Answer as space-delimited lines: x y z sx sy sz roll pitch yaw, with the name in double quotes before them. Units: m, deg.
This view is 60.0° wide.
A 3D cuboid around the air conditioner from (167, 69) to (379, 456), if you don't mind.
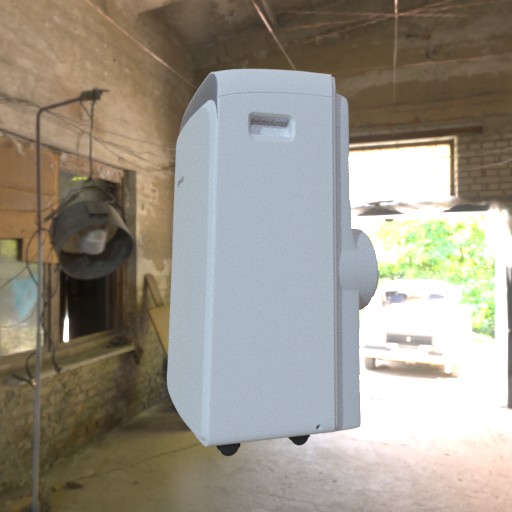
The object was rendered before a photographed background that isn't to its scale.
"air conditioner" 0.000 0.000 0.979 0.365 0.700 0.454 0 0 -19
